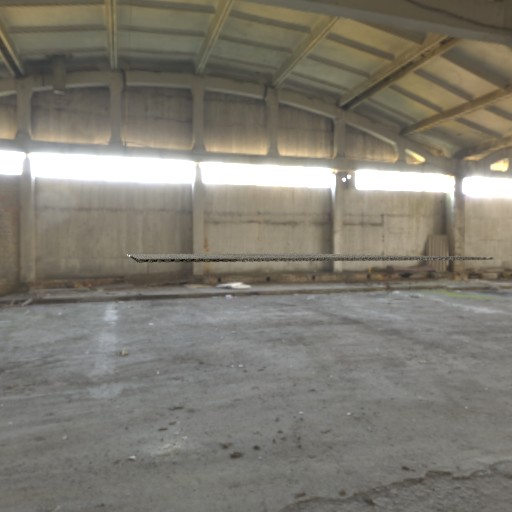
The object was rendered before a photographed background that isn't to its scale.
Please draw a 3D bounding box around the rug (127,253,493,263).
[{"bbox_3d":[0.000,0.000,2.921,1.600,0.013,2.312,0,1,-17],"label":"rug"}]
